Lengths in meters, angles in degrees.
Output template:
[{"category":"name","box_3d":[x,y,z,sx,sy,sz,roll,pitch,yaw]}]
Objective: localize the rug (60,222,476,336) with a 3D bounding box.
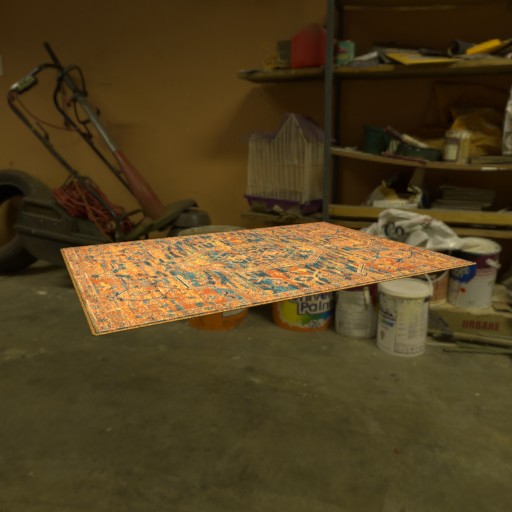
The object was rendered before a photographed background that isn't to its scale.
[{"category":"rug","box_3d":[0.000,0.000,3.766,2.916,0.019,2.043,-8,17,-26]}]
